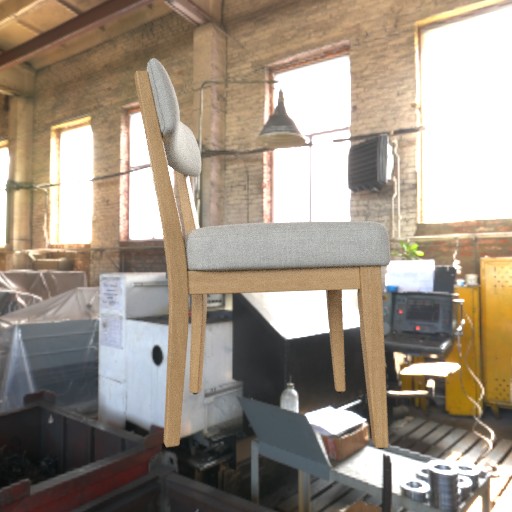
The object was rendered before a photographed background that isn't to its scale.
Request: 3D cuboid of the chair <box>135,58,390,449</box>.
[{"bbox_3d":[0.000,0.000,1.166,0.572,0.832,0.508,0,-2,-1],"label":"chair"}]
